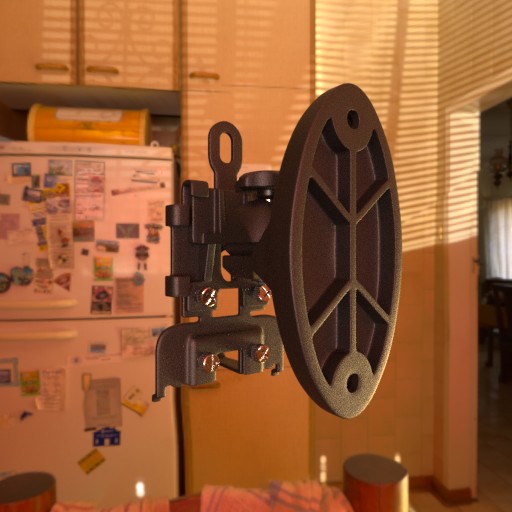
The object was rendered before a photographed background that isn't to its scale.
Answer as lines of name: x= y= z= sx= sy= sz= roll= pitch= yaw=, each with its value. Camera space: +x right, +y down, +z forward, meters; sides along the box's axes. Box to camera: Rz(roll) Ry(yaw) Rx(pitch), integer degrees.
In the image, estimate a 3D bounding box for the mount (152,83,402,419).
mount: x=0.000 y=0.000 z=0.178 sx=0.066 sy=0.118 sz=0.100 roll=0 pitch=1 yaw=-37
